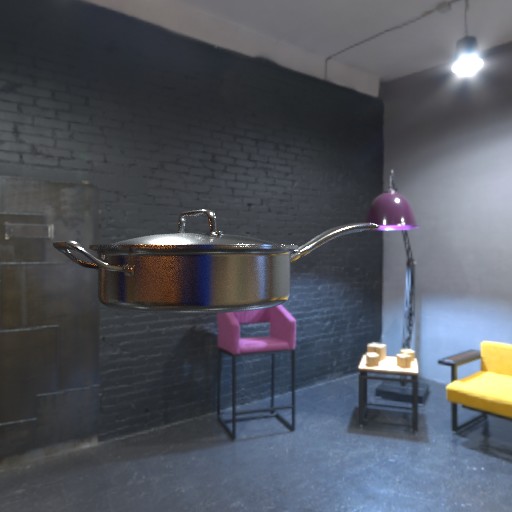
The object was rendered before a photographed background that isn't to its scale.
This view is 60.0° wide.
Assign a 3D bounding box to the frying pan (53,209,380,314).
[{"bbox_3d":[0.000,0.000,0.590,0.492,0.111,0.245,-1,1,-36],"label":"frying pan"}]
